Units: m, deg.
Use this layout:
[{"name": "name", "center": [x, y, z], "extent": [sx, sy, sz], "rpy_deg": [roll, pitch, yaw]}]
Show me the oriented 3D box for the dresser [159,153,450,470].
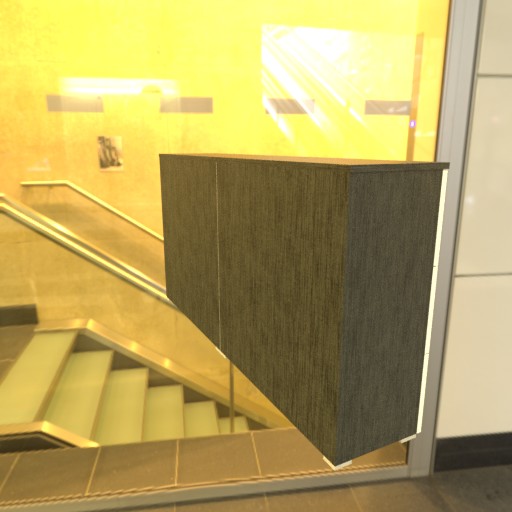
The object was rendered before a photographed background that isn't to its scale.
[{"name": "dresser", "center": [0.000, 0.000, 1.804], "extent": [0.333, 0.790, 1.535], "rpy_deg": [-7, 16, -27]}]
